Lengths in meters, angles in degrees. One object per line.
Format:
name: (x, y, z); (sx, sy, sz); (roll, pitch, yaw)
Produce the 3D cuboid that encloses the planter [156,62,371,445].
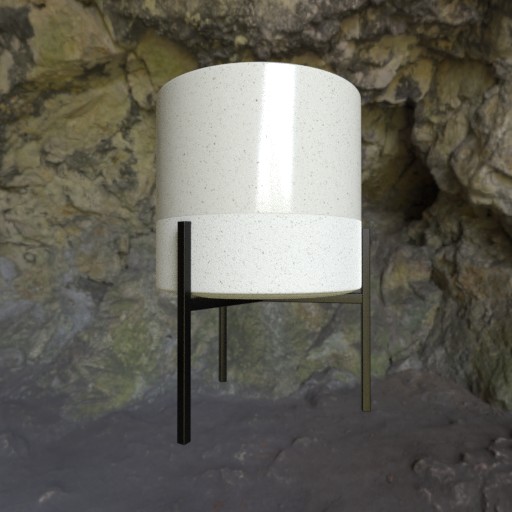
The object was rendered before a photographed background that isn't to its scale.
planter: (0.000, 0.000, 0.334); (0.152, 0.230, 0.159); (0, -1, 35)
